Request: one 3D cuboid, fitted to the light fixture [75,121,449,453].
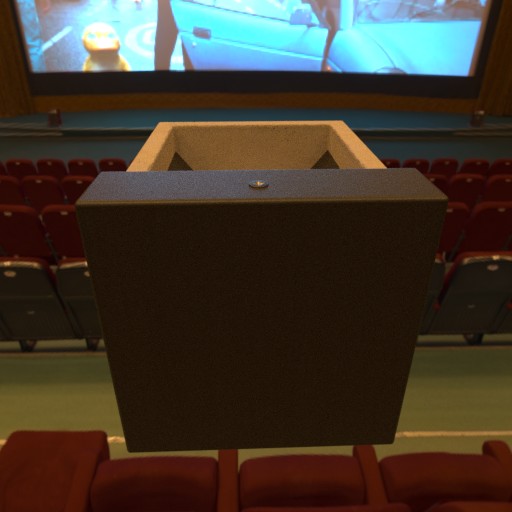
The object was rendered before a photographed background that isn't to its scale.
[{"bbox_3d":[0.000,0.000,0.232,0.121,0.121,0.143,-1,29,-2],"label":"light fixture"}]
